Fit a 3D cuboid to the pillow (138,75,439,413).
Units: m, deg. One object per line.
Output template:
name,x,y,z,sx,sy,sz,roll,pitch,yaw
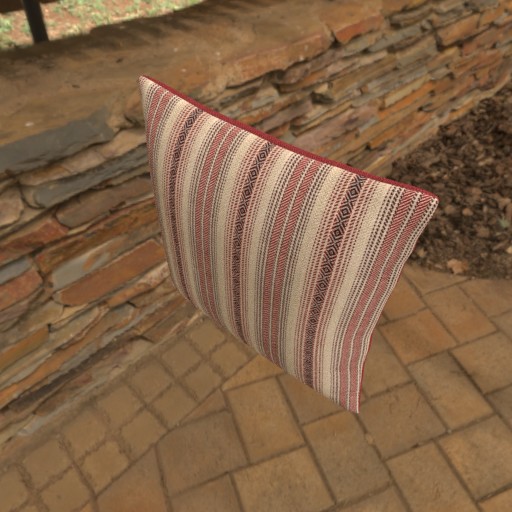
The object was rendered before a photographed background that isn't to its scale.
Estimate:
pillow,0.000,0.000,0.770,0.513,0.497,0.166,31,52,27
